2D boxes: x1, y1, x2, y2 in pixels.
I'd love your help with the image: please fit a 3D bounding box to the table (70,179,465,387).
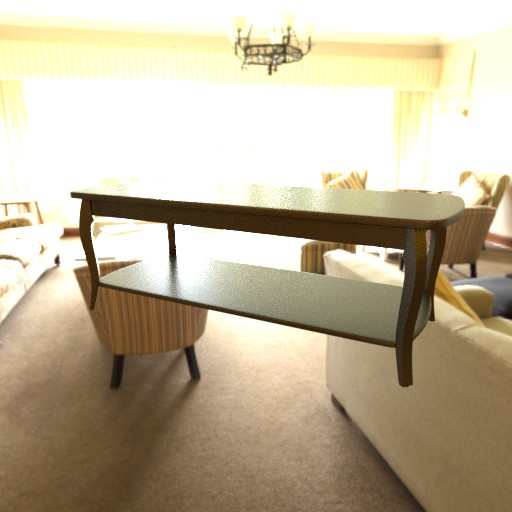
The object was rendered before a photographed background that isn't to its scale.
[{"bbox_3d":[0.000,0.000,1.612,1.333,0.457,0.571,8,17,27],"label":"table"}]
